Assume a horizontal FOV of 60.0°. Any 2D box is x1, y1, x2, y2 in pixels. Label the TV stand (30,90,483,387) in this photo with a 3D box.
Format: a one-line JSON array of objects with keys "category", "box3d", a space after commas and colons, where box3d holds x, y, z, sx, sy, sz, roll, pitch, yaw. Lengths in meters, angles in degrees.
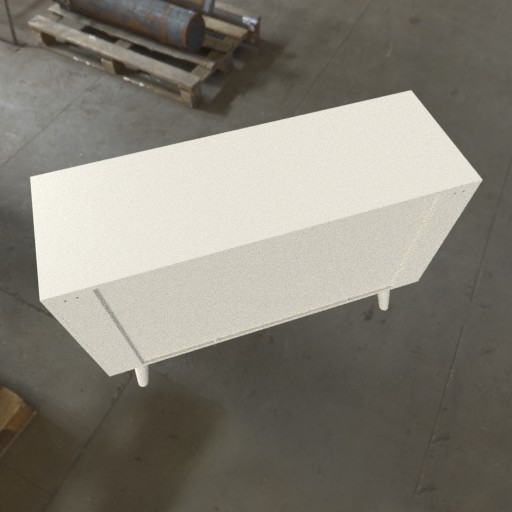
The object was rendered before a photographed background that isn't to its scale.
[{"category": "TV stand", "box3d": [0.000, 0.000, 1.577, 1.193, 0.812, 0.406, -16, 59, -10]}]
